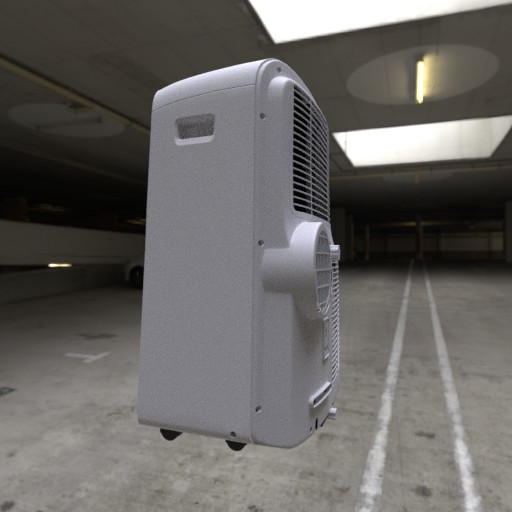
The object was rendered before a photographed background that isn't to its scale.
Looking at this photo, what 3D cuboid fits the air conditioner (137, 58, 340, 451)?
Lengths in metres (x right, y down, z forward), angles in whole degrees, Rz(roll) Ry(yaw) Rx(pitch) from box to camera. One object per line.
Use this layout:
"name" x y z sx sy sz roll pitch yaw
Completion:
"air conditioner" 0.000 0.000 0.970 0.365 0.700 0.454 0 -1 20
